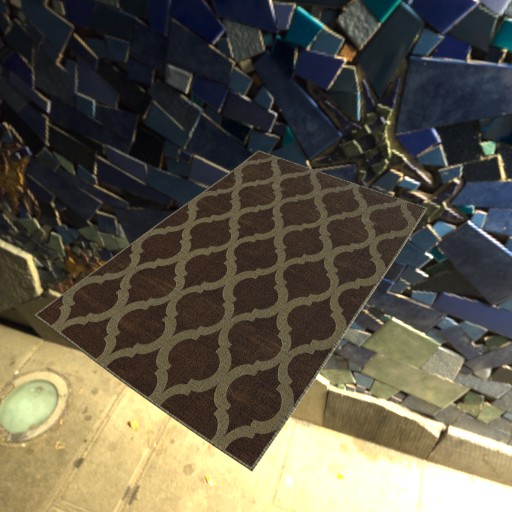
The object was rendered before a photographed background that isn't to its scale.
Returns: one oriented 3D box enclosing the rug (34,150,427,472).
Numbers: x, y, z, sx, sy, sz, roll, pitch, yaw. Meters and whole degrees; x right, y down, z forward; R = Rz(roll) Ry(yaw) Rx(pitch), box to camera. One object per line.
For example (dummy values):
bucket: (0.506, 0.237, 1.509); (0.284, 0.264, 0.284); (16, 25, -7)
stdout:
rug: (0.000, 0.000, 2.889); (1.522, 0.008, 2.284); (25, 48, 25)
